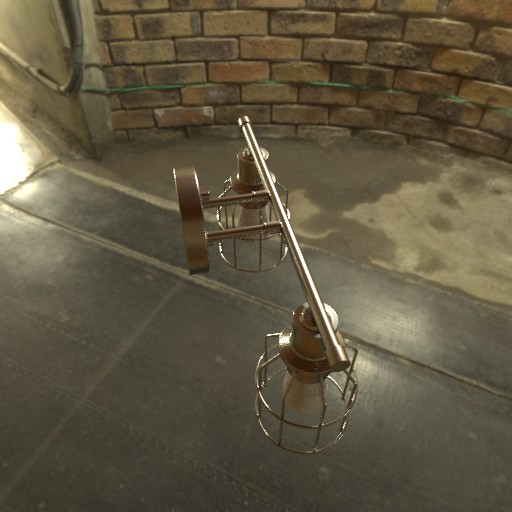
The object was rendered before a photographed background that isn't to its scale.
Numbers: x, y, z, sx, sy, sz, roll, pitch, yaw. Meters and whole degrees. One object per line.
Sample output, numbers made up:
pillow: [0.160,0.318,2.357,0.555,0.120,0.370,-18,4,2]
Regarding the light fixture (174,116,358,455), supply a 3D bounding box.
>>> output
light fixture: [0.000,0.000,0.542,0.165,0.254,0.406,-9,46,-8]
